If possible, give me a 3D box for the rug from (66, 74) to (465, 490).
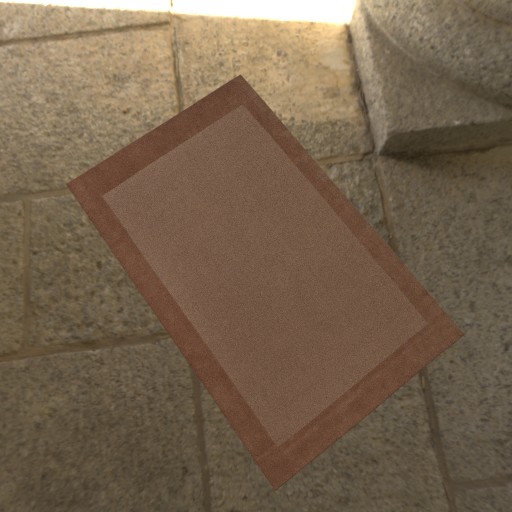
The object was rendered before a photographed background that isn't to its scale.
[{"bbox_3d":[0.000,0.000,2.982,1.524,0.014,2.438,-36,77,-9],"label":"rug"}]
